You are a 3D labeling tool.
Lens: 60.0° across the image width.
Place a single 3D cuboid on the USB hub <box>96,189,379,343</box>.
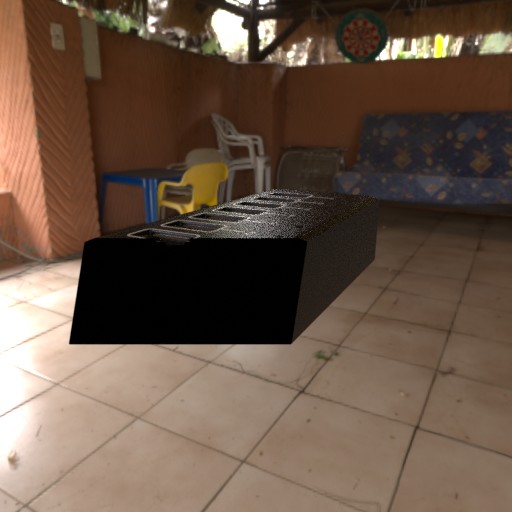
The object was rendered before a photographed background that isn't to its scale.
[{"bbox_3d":[0.000,0.000,0.127,0.044,0.023,0.110,9,19,27],"label":"USB hub"}]
